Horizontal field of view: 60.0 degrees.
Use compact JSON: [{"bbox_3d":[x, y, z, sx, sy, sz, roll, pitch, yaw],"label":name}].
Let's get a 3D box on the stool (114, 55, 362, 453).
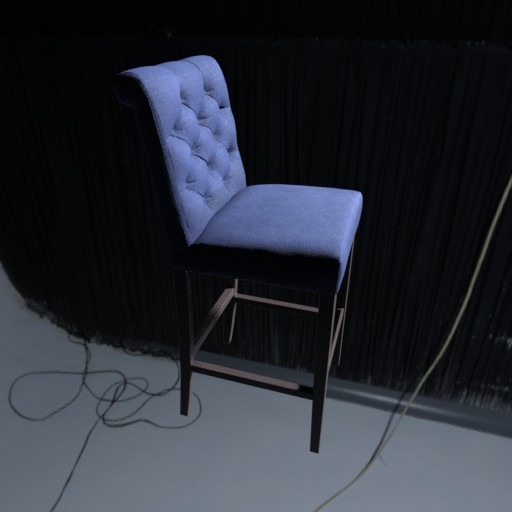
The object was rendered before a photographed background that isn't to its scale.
[{"bbox_3d":[0.000,0.000,1.429,0.601,1.140,0.493,9,30,16],"label":"stool"}]
